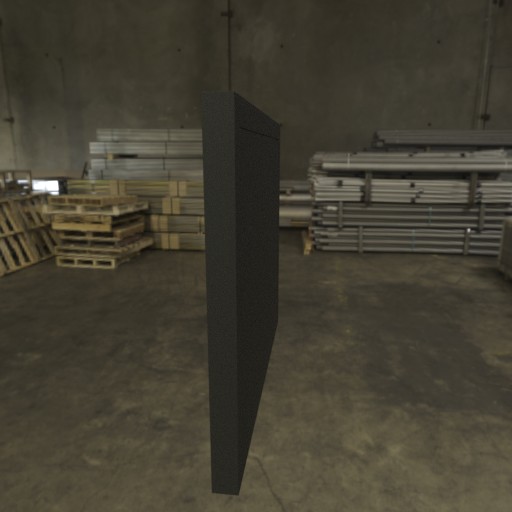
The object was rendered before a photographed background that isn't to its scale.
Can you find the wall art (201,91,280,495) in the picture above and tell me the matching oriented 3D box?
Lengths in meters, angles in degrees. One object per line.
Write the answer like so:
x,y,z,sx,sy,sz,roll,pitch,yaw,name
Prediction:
0.000,0.000,0.540,0.024,0.329,0.404,2,13,7,wall art
